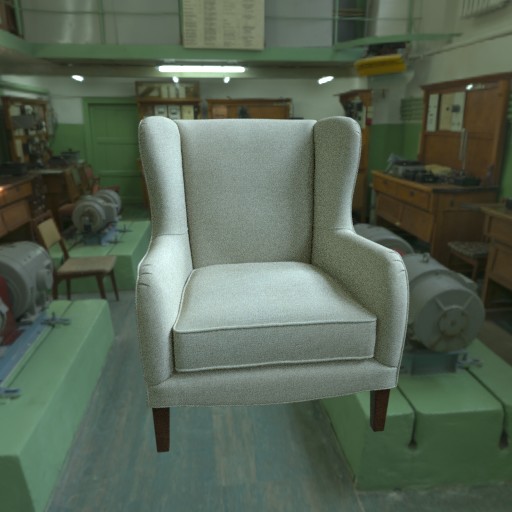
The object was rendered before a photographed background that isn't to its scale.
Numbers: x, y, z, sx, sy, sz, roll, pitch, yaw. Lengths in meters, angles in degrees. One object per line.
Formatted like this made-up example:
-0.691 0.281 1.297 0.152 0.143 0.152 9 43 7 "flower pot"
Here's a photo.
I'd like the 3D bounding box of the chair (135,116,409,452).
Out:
0.000 0.000 1.724 0.838 1.040 0.966 -2 17 -7 "chair"
